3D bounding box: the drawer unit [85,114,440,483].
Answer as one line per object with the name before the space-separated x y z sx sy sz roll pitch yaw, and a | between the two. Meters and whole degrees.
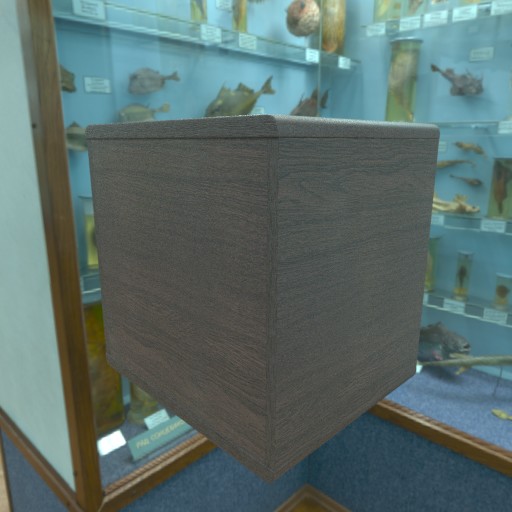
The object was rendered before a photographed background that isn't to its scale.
drawer unit | 0.000 0.000 0.599 0.290 0.344 0.344 -14 20 -43
